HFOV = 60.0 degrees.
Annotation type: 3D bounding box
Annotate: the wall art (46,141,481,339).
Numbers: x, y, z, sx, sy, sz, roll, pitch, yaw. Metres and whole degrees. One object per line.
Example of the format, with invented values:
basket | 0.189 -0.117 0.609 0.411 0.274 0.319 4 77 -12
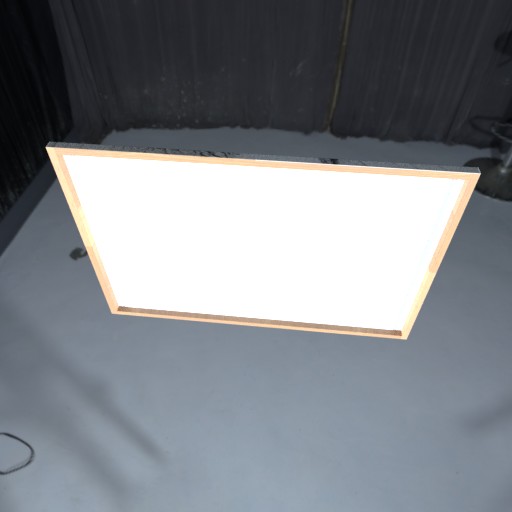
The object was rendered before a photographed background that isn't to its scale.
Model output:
wall art | 0.000 0.000 1.154 0.914 0.607 0.023 4 47 4
